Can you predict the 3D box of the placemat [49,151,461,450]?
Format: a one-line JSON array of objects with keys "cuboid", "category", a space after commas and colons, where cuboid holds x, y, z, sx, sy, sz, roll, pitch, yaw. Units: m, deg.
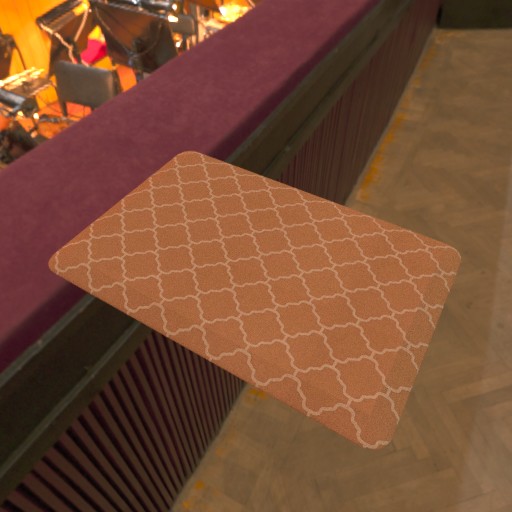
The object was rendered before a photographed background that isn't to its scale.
[{"cuboid": [0.000, 0.000, 0.950, 0.762, 0.021, 0.508, 24, 52, 20], "category": "placemat"}]
